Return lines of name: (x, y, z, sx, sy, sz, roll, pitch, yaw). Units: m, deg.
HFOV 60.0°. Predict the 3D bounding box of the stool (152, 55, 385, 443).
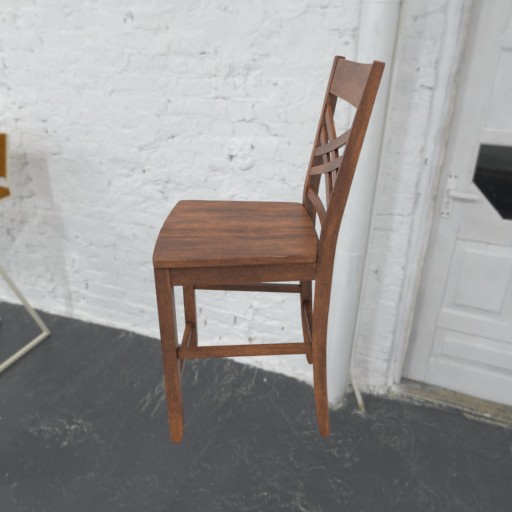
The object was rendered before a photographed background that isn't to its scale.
stool: (0.000, 0.000, 1.319, 0.539, 1.079, 0.462, 0, 26, 0)
